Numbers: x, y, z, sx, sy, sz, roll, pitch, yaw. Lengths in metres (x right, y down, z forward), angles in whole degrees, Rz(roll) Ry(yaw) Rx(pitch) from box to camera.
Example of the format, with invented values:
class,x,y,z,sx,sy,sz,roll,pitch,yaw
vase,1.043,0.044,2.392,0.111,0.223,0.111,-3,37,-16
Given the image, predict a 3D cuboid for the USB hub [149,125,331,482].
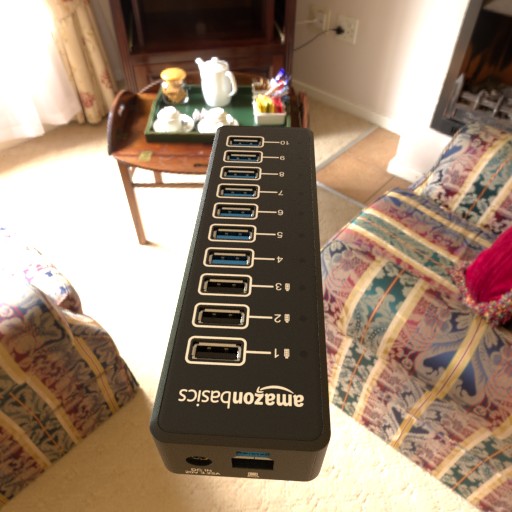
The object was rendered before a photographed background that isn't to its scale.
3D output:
class,x,y,z,sx,sy,sz,roll,pitch,yaw
USB hub,0.000,0.000,0.162,0.044,0.023,0.145,2,46,2
